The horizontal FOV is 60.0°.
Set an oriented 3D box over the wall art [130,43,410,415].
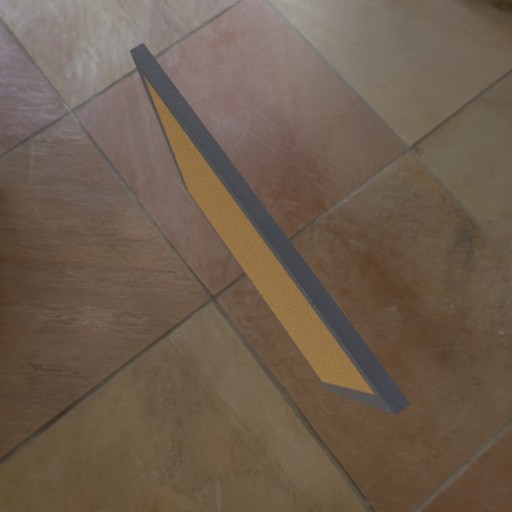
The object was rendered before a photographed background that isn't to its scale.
[{"bbox_3d":[0.000,0.000,0.903,0.026,0.558,0.660,-34,79,-8],"label":"wall art"}]
